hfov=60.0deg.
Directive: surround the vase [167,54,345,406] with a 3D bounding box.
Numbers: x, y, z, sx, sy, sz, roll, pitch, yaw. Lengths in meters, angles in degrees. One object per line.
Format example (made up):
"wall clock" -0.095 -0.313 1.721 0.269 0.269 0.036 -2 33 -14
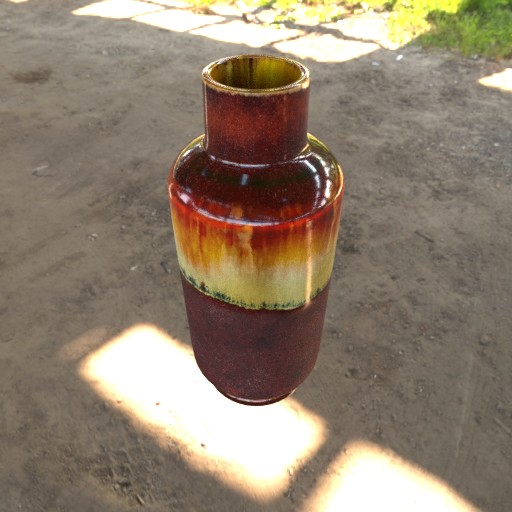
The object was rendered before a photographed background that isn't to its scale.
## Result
"vase" 0.000 0.000 0.321 0.111 0.261 0.111 0 42 0
